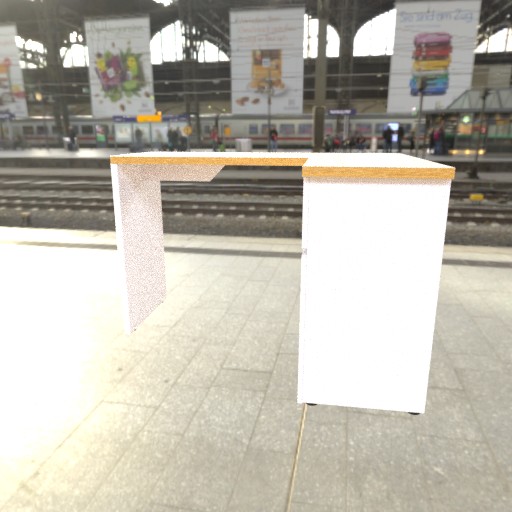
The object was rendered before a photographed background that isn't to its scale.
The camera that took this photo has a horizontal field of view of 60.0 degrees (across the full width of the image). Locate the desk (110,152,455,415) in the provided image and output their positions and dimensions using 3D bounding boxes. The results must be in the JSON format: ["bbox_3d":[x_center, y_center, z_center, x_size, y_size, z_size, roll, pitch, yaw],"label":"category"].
[{"bbox_3d":[0.000,0.000,1.745,1.170,0.760,0.900,2,16,9],"label":"desk"}]
